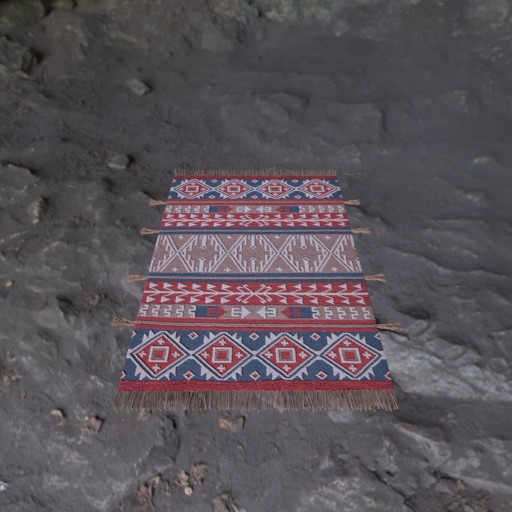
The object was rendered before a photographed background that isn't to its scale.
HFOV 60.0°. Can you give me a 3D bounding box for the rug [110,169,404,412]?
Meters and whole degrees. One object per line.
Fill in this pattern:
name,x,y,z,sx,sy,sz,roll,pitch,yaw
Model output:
rug,0.000,0.000,2.641,1.469,0.040,2.025,0,41,0
